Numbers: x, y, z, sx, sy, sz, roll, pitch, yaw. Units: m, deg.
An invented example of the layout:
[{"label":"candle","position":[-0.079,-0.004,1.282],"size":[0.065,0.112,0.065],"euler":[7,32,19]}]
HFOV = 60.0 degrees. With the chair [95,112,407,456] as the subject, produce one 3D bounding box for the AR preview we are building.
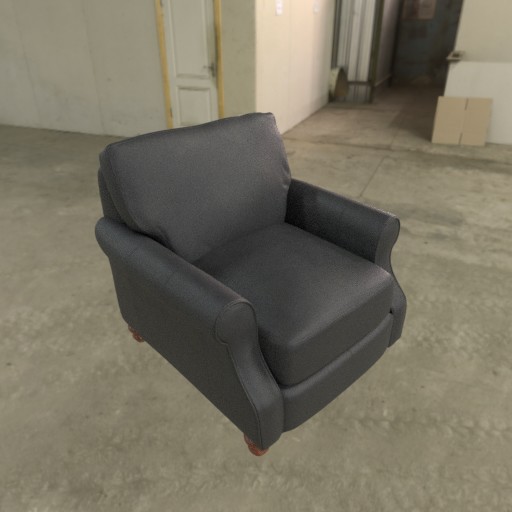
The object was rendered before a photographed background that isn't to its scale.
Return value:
[{"label":"chair","position":[0.000,0.000,1.782],"size":[1.015,0.960,1.027],"euler":[-21,36,-32]}]
